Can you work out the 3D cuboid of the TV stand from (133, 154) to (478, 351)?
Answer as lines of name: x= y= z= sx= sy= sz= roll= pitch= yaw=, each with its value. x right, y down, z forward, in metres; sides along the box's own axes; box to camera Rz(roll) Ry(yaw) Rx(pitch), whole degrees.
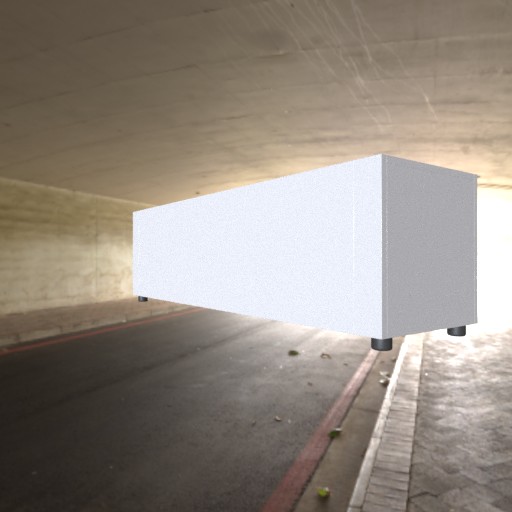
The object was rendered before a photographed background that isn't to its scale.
TV stand: x=0.000 y=0.000 z=1.700 sx=0.410 sy=0.440 sz=1.500 roll=0 pitch=0 yaw=-36
